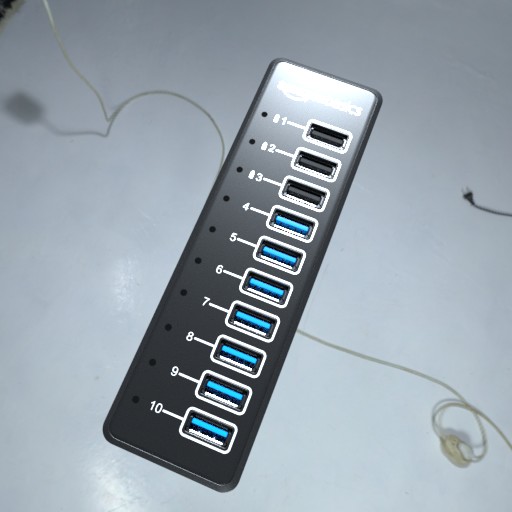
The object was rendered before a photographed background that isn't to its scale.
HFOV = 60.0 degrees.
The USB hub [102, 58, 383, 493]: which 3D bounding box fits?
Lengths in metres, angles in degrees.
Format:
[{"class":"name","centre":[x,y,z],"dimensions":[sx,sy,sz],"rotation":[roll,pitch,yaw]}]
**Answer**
[{"class":"USB hub","centre":[0.000,0.000,0.158],"dimensions":[0.044,0.023,0.145],"rotation":[21,77,5]}]
